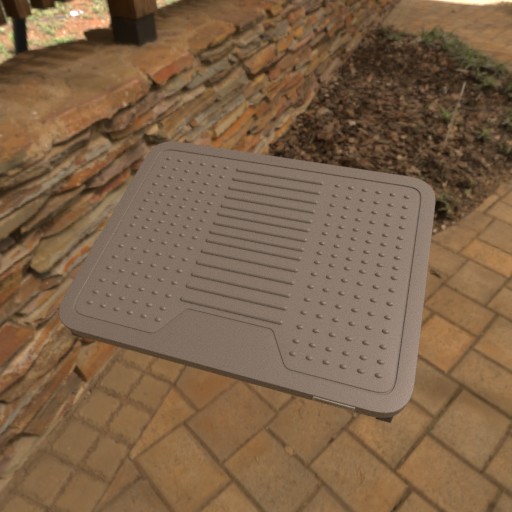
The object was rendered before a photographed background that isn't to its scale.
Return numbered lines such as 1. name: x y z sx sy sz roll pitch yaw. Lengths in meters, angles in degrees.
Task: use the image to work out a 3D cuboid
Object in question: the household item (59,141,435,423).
1. household item: 0.000 0.000 0.539 0.390 0.126 0.301 12 42 13
